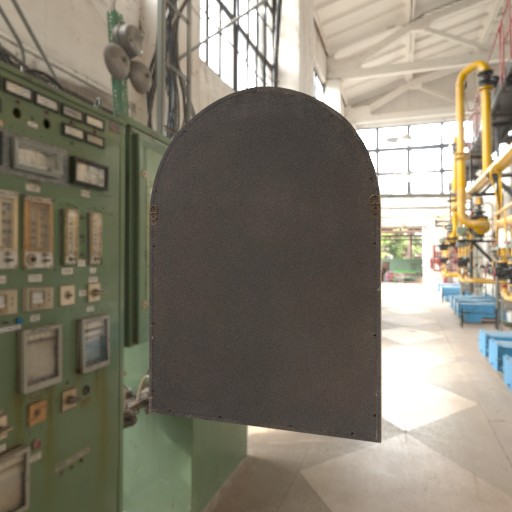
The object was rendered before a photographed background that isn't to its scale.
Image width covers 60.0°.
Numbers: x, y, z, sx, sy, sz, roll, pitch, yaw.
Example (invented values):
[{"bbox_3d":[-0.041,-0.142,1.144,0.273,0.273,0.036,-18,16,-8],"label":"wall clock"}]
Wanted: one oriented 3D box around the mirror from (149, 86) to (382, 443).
[{"bbox_3d":[0.000,0.000,1.214,0.660,0.920,0.032,0,-1,20],"label":"mirror"}]
